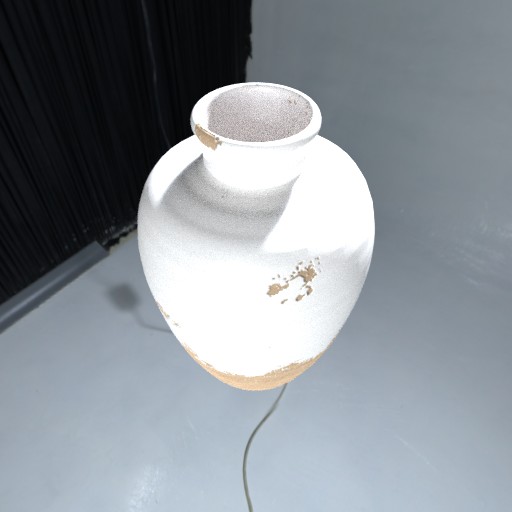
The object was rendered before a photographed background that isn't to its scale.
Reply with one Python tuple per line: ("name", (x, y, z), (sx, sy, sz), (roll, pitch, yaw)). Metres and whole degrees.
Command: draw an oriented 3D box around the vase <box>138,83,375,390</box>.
("vase", (0.000, 0.000, 0.322), (0.158, 0.228, 0.158), (0, 46, 0))
